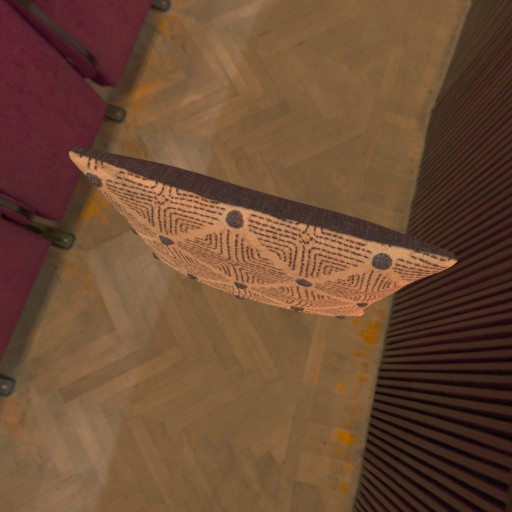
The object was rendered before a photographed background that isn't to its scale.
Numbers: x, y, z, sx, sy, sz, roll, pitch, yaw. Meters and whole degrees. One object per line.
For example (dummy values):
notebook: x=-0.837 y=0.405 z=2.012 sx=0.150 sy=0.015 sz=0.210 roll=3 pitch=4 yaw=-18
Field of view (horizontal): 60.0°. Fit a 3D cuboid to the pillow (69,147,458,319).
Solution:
pillow: x=0.000 y=0.000 z=0.794 sx=0.510 sy=0.510 sz=0.145 roll=16 pitch=76 yaw=4
